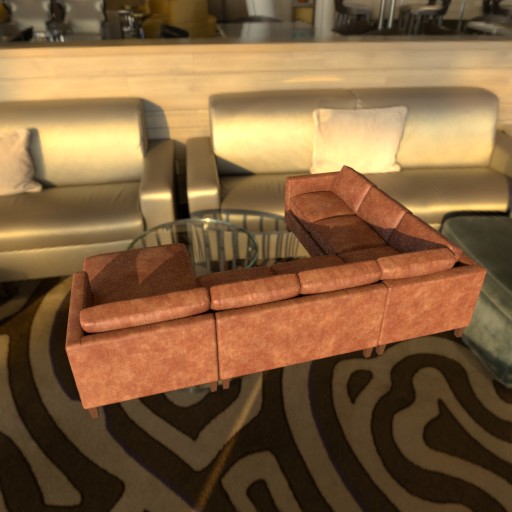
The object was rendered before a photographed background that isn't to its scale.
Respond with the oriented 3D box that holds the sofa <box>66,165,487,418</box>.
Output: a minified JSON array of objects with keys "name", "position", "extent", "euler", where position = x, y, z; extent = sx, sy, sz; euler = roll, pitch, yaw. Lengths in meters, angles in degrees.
[{"name":"sofa","position":[0.000,0.000,4.452],"extent":[3.324,0.888,2.452],"euler":[-9,33,-14]}]
